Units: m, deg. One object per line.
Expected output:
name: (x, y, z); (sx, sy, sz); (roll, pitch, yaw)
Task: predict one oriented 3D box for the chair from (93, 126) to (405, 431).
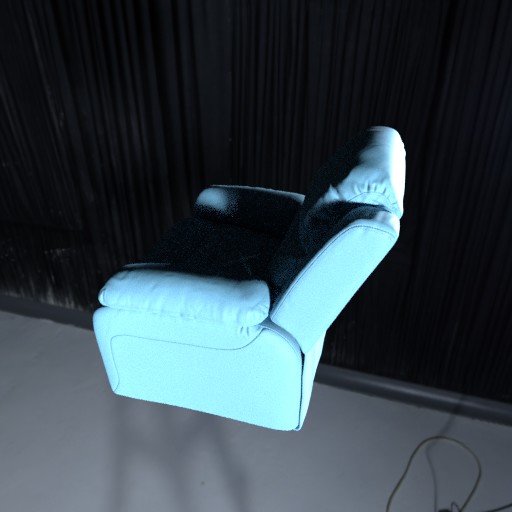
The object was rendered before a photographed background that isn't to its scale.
chair: (0.000, 0.000, 1.236); (0.709, 0.702, 0.680); (9, 32, 14)
